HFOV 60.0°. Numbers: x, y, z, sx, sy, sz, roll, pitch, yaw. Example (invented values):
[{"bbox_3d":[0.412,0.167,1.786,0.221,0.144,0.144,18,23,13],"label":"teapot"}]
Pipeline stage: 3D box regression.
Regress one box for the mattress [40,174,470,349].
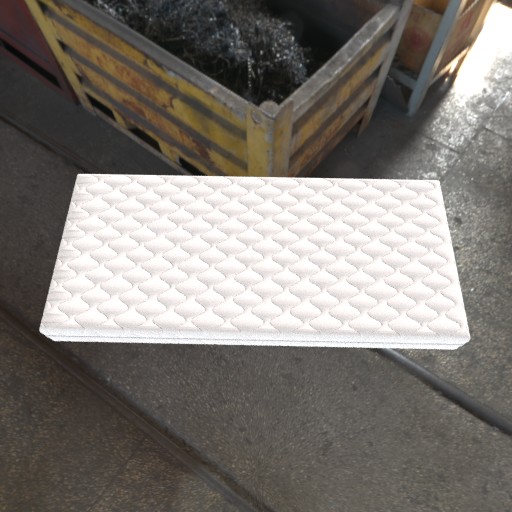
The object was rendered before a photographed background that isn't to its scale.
[{"bbox_3d":[0.000,0.000,2.305,2.000,0.200,0.900,1,64,1],"label":"mattress"}]
